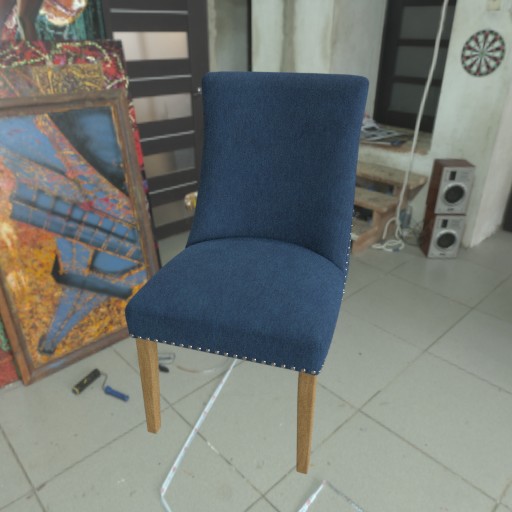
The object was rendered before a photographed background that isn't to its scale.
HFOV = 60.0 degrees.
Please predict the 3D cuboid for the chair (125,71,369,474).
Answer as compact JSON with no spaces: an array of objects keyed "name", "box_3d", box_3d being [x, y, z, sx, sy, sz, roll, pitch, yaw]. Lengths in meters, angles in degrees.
[{"name":"chair","box_3d":[0.000,0.000,1.224,0.495,0.902,0.610,8,28,15]}]
